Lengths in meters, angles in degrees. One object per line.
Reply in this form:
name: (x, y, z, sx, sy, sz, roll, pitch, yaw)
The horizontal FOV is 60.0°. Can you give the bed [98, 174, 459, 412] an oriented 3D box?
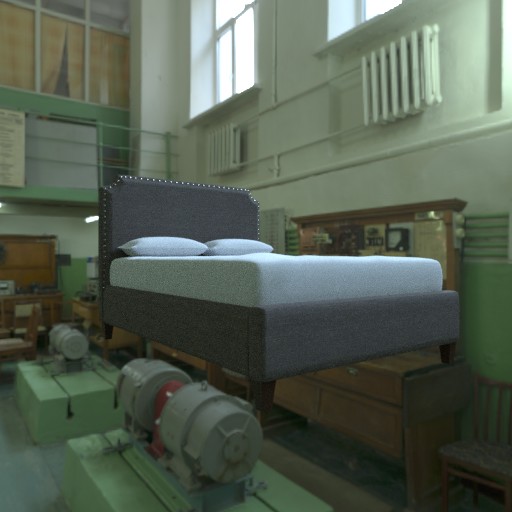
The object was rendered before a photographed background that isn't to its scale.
bed: (0.000, 0.000, 3.457, 1.713, 1.457, 2.381, 0, 0, -36)
